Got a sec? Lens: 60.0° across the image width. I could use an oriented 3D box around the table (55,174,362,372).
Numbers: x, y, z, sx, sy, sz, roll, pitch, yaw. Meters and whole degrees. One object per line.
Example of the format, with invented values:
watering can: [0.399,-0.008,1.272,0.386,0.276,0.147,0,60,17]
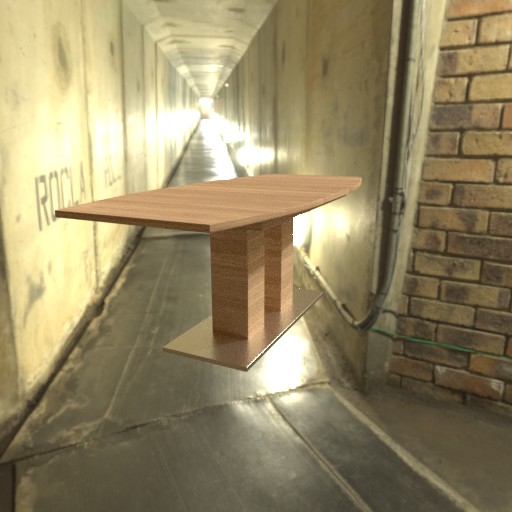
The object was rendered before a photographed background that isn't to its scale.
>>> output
table: [0.000,0.000,2.471,0.900,0.750,2.032,7,16,25]
